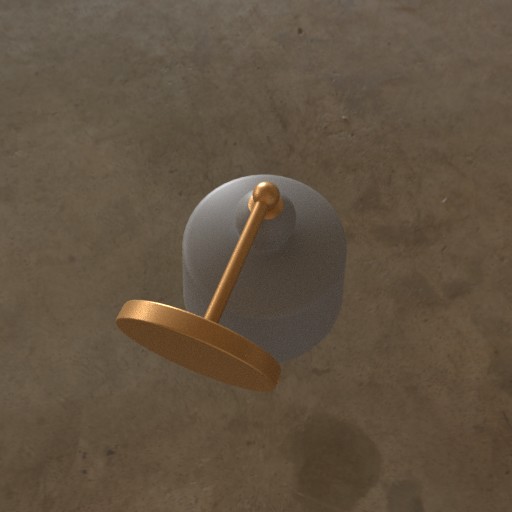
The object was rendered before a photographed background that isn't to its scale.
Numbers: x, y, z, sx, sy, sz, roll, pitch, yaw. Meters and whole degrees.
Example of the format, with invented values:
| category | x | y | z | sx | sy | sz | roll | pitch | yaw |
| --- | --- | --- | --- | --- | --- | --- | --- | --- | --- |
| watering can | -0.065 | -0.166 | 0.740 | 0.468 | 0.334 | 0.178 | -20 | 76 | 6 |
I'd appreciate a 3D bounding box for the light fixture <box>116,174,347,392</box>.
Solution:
| category | x | y | z | sx | sy | sz | roll | pitch | yaw |
| --- | --- | --- | --- | --- | --- | --- | --- | --- | --- |
| light fixture | 0.000 | 0.000 | 0.441 | 0.204 | 0.268 | 0.254 | 19 | 65 | 9 |
